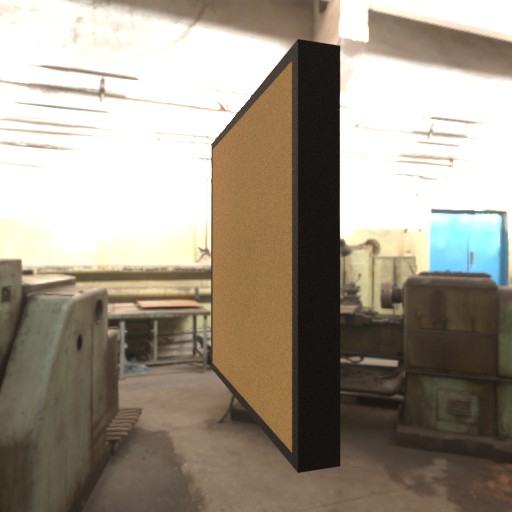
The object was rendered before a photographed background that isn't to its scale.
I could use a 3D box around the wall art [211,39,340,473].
[{"bbox_3d":[0.000,0.000,0.461,0.033,0.304,0.305,0,0,-17],"label":"wall art"}]
